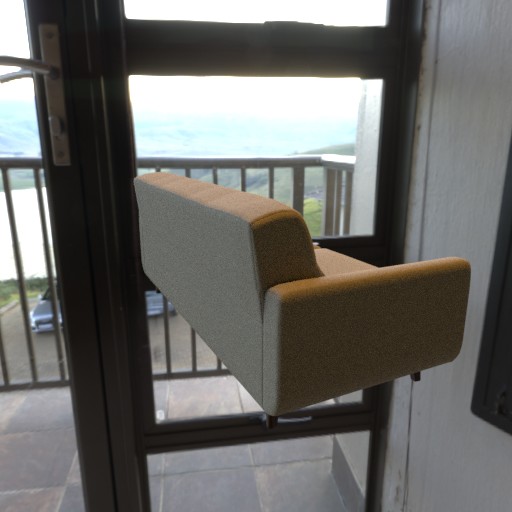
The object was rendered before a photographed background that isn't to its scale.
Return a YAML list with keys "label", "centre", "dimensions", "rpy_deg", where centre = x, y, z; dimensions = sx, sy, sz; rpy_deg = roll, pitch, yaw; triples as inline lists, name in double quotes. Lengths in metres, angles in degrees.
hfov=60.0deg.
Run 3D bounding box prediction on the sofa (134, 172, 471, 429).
- label: "sofa"
  centre: [0.000, 0.000, 2.590]
  dimensions: [0.980, 0.892, 2.137]
  rpy_deg: [-7, 17, -26]
